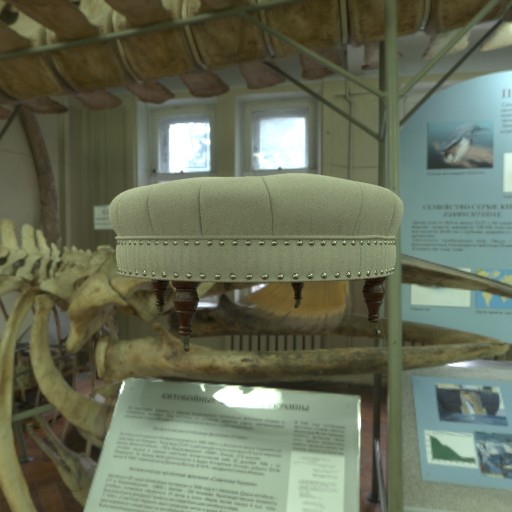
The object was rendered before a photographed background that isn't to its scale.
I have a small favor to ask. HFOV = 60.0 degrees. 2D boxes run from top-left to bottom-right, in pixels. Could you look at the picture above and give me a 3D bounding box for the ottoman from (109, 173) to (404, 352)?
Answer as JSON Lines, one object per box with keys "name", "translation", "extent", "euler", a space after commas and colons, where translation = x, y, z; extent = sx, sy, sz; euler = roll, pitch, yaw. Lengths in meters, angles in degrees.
{"name": "ottoman", "translation": [0.000, 0.000, 1.416], "extent": [0.901, 0.439, 0.901], "euler": [0, 2, 0]}
